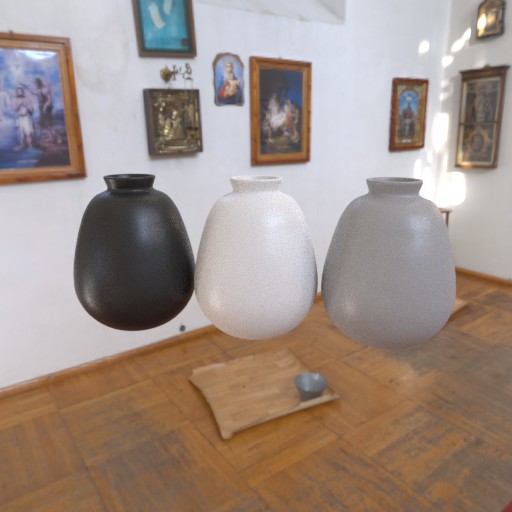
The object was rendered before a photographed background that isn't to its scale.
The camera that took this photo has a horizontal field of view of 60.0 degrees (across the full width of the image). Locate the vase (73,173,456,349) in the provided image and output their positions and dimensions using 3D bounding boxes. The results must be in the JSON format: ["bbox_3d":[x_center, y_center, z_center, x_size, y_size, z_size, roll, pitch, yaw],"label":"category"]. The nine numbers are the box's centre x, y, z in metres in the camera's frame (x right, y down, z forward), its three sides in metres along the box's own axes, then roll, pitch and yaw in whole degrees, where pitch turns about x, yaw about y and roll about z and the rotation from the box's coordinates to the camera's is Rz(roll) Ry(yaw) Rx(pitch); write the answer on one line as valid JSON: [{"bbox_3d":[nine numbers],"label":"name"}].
[{"bbox_3d":[0.000,0.000,0.347,0.297,0.122,0.097,2,15,9],"label":"vase"}]
